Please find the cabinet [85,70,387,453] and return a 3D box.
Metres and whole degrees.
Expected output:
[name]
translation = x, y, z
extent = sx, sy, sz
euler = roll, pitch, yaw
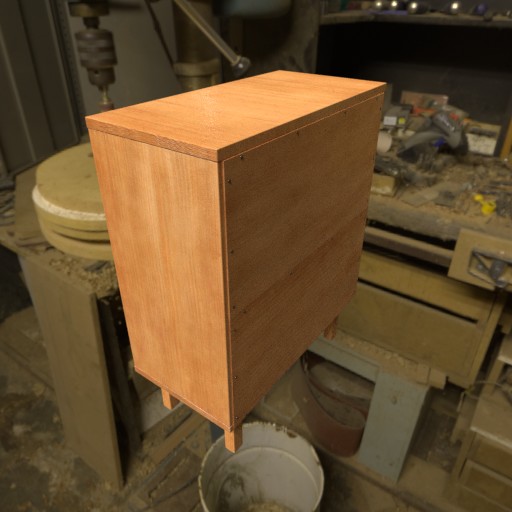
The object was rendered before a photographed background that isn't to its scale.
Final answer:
[cabinet]
translation = 0.000, 0.000, 1.451
extent = 0.419, 1.001, 0.800
euler = 21, 37, 30
